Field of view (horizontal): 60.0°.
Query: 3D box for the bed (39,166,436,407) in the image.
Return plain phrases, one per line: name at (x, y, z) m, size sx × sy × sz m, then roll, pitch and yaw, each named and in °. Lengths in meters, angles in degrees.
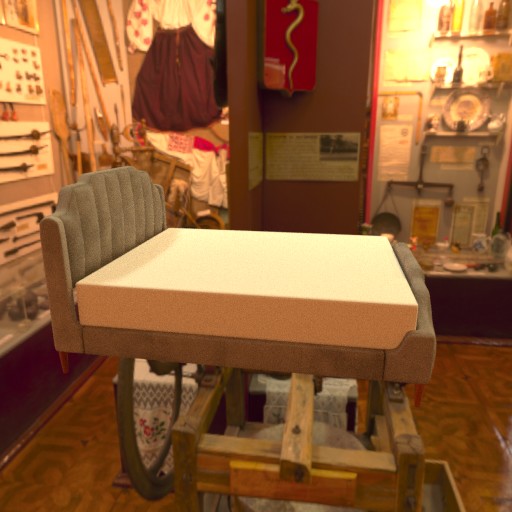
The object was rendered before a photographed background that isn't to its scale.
bed at (0.000, 0.000, 3.326) m, size 2.340 × 1.245 × 1.676 m, roll 3°, pitch 16°, yaw 10°
